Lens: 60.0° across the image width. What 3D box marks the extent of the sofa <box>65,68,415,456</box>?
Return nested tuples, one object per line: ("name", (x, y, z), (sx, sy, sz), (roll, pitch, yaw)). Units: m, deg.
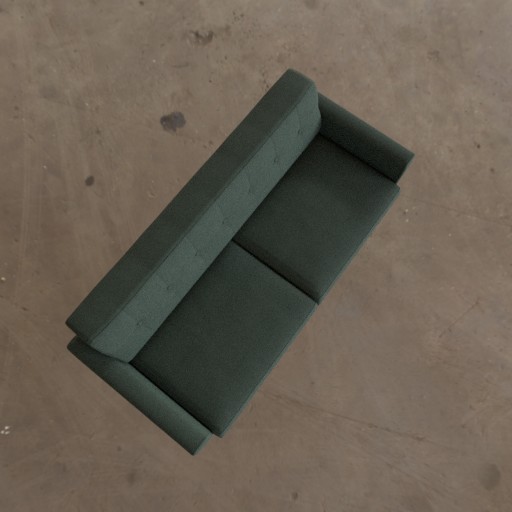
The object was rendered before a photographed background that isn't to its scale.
("sofa", (0.000, 0.000, 2.550), (0.909, 0.841, 2.029), (36, 77, 10))
